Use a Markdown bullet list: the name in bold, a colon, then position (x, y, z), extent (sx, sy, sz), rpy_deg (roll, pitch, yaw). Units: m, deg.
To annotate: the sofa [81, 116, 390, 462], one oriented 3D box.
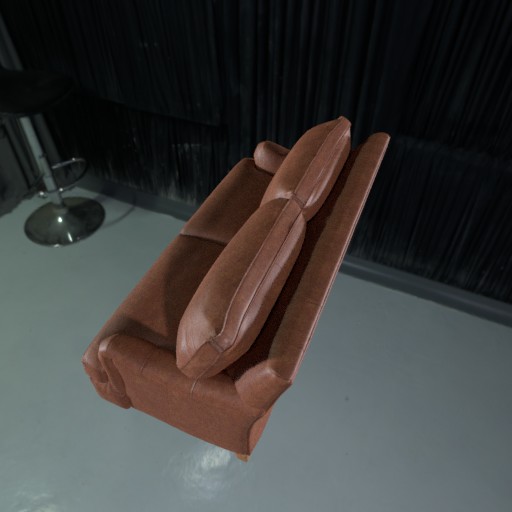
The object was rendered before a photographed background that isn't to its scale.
- **sofa**: position (0.000, 0.000, 2.811), extent (1.147, 1.071, 2.144), rpy_deg (16, 47, 16)
